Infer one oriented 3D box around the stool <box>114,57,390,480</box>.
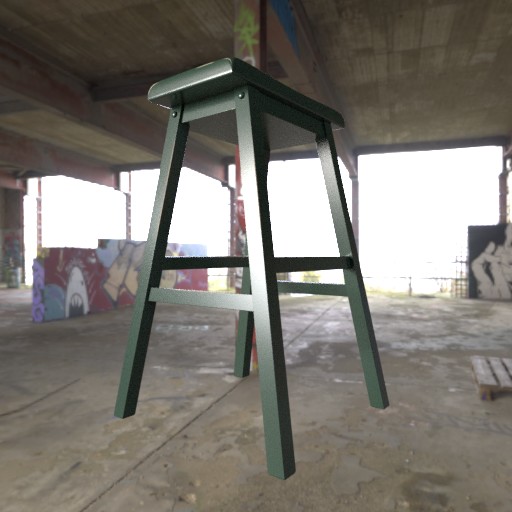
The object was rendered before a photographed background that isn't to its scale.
[{"bbox_3d":[0.000,0.000,1.054,0.476,0.737,0.457,0,0,38],"label":"stool"}]
